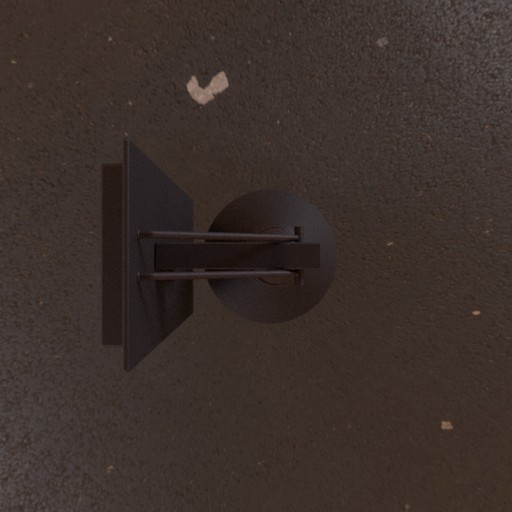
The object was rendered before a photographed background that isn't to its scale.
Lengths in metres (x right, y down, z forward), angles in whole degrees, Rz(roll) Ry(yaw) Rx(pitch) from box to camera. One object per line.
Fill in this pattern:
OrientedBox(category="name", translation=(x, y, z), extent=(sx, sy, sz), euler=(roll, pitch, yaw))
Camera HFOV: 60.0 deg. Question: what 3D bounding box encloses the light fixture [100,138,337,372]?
OrientedBox(category="light fixture", translation=(0.000, 0.000, 0.424), extent=(0.207, 0.298, 0.170), euler=(0, 90, 0))
